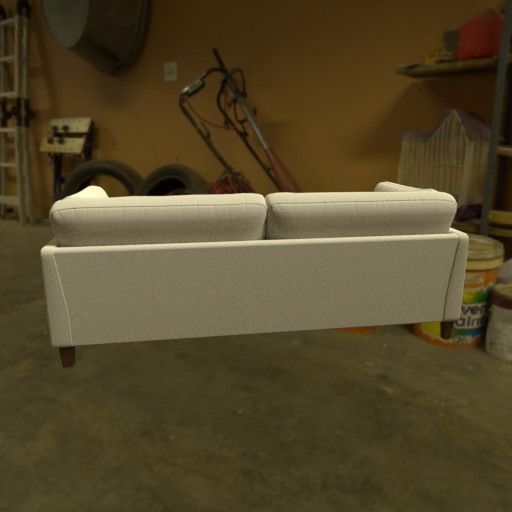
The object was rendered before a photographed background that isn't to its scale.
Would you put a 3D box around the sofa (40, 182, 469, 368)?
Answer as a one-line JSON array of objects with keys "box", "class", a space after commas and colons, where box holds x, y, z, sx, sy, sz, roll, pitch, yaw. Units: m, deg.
[{"box": [0.000, 0.000, 2.765, 2.301, 0.863, 0.957, -2, 15, -9], "class": "sofa"}]
